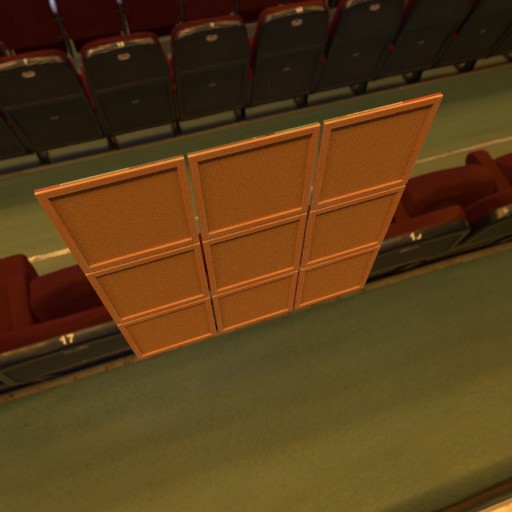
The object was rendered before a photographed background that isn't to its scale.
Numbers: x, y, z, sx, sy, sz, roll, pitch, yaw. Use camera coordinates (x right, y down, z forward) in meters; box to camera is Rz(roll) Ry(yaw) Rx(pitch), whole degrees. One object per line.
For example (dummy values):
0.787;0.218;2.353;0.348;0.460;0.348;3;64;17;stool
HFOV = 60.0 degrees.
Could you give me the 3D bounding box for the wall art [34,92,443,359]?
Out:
0.000;0.000;1.324;0.911;0.910;0.012;-16;58;-10;wall art
